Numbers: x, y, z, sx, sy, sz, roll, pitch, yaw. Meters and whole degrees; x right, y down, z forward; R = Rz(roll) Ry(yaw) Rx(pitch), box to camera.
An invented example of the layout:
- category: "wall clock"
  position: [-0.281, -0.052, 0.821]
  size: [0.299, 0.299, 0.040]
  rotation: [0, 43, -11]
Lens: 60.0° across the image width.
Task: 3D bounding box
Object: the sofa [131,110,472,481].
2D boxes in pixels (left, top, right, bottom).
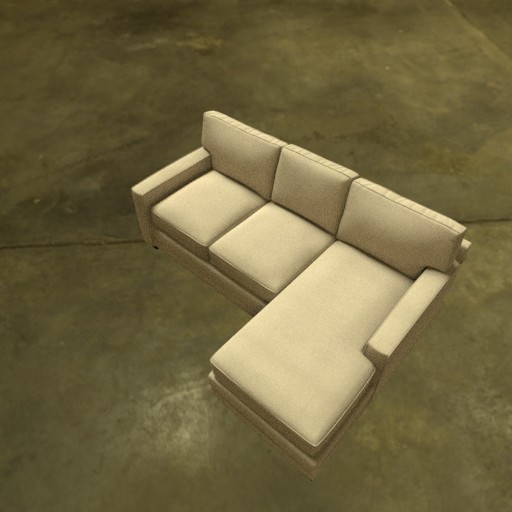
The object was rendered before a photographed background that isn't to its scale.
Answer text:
- category: "sofa"
  position: [0.000, 0.000, 2.862]
  size: [2.087, 0.861, 1.496]
  rotation: [32, 54, 27]
